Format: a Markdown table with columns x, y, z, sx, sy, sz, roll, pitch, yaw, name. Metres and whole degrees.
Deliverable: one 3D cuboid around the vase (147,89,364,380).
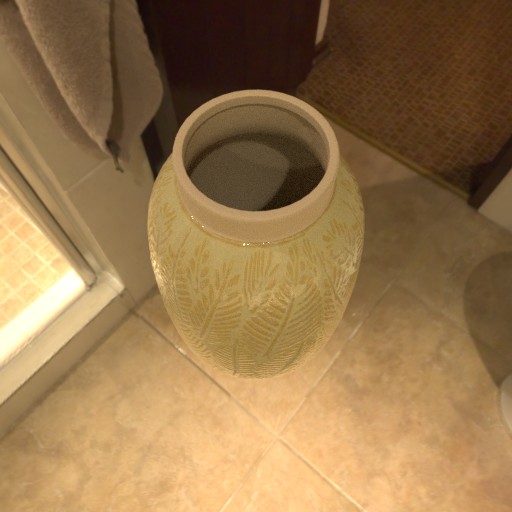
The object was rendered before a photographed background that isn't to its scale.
| x | y | z | sx | sy | sz | roll | pitch | yaw | name |
| --- | --- | --- | --- | --- | --- | --- | --- | --- | --- |
| 0.000 | 0.000 | 0.374 | 0.172 | 0.270 | 0.172 | 0 | 63 | 0 | vase |
